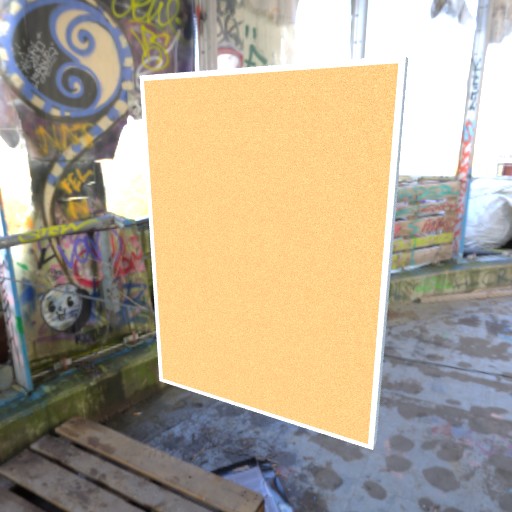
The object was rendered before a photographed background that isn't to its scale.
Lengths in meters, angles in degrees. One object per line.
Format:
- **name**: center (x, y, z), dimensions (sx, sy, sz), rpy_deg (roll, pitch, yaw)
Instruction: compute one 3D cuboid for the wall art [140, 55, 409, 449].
- **wall art**: center (0.000, 0.000, 1.549), dimensions (0.914, 1.221, 0.046), rpy_deg (8, 17, 27)
